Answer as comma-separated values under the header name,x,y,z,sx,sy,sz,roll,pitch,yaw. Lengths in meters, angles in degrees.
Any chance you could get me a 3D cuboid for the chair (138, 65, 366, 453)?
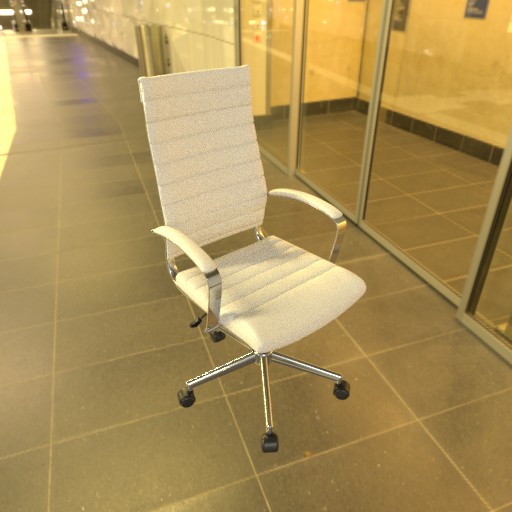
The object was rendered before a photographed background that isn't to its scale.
name,x,y,z,sx,sy,sz,roll,pitch,yaw
chair,0.000,0.000,1.557,0.679,1.149,0.679,-23,38,-33
